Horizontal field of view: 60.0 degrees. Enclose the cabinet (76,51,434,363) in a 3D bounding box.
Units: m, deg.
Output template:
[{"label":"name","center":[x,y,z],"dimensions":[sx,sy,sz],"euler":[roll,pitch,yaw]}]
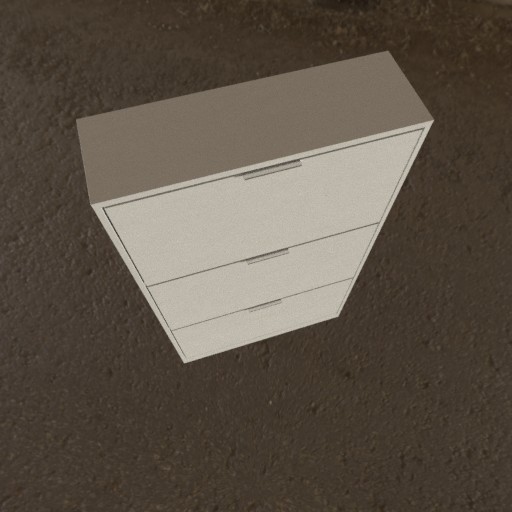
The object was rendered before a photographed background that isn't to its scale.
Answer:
[{"label":"cabinet","center":[0.000,0.000,1.539],"dimensions":[0.750,1.280,0.250],"euler":[-15,64,-8]}]
